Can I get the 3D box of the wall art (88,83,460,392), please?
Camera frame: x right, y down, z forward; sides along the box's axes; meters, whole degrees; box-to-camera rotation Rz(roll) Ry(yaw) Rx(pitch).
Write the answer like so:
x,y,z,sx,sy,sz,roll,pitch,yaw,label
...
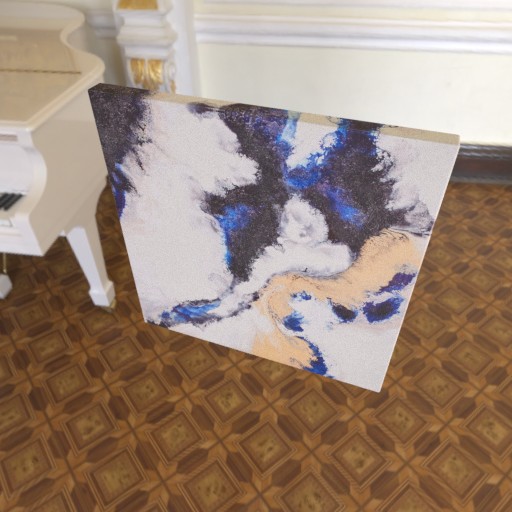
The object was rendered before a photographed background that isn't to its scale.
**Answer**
x,y,z,sx,sy,sz,roll,pitch,yaw,label
0.000,0.000,0.897,0.609,0.609,0.039,13,43,15,wall art
